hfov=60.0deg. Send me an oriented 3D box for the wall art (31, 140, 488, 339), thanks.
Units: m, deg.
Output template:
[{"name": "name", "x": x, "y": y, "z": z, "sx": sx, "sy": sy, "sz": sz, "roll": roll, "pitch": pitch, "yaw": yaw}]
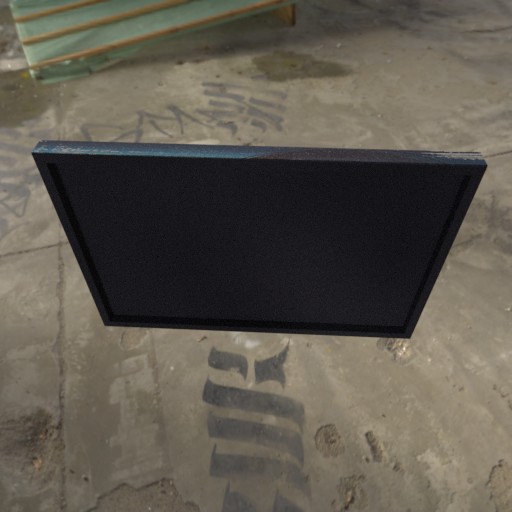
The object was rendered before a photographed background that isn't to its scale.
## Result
[{"name": "wall art", "x": 0.000, "y": 0.000, "z": 0.747, "sx": 0.609, "sy": 0.406, "sz": 0.033, "roll": 2, "pitch": 46, "yaw": 2}]
